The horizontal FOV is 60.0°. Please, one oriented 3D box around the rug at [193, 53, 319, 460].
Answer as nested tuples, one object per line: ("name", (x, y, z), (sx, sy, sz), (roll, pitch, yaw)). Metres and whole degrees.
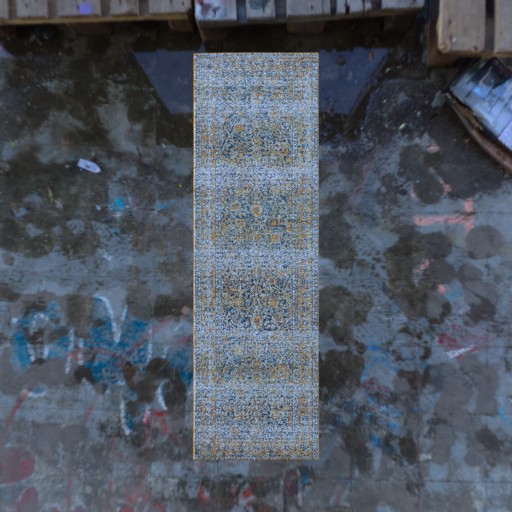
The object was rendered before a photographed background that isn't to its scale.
("rug", (0.000, 0.000, 2.493), (0.704, 0.014, 2.294), (0, 90, 1))
